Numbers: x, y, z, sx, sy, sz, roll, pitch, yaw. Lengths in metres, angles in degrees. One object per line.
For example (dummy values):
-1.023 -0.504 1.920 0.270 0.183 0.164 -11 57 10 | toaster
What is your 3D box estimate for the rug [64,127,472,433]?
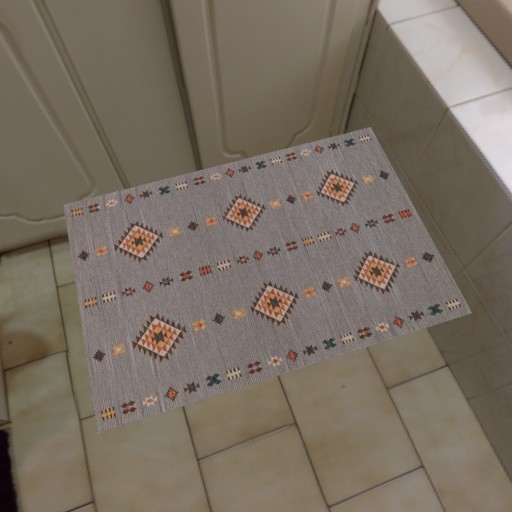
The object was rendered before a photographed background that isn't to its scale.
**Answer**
0.000 0.000 2.286 1.818 0.005 1.217 -16 66 -7 | rug
